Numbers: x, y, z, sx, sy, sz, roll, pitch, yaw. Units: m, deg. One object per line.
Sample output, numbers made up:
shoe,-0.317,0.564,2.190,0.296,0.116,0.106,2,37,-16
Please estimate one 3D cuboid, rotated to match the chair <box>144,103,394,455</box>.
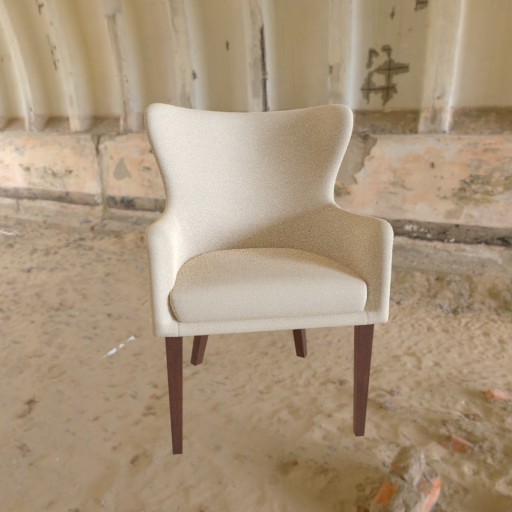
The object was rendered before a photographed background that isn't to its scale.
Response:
chair,0.000,0.000,1.505,0.696,0.990,0.744,-2,17,-8
